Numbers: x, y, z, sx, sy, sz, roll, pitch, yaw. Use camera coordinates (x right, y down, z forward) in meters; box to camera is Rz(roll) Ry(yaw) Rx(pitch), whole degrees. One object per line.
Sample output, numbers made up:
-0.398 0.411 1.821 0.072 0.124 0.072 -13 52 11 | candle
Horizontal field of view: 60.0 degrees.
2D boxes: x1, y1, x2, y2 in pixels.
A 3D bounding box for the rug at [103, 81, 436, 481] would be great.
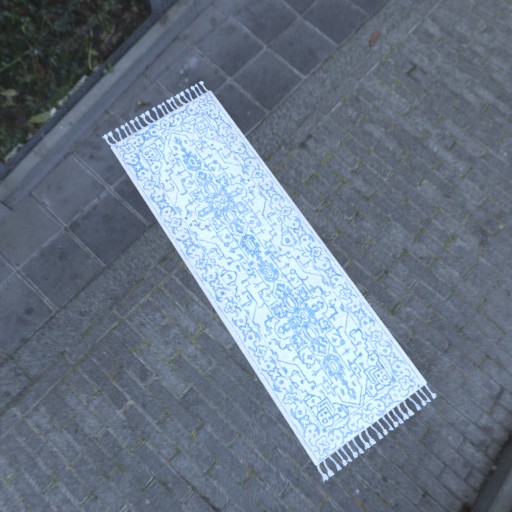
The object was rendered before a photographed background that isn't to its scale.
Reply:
0.000 0.000 2.654 0.774 0.011 2.449 -33 77 -9 | rug
